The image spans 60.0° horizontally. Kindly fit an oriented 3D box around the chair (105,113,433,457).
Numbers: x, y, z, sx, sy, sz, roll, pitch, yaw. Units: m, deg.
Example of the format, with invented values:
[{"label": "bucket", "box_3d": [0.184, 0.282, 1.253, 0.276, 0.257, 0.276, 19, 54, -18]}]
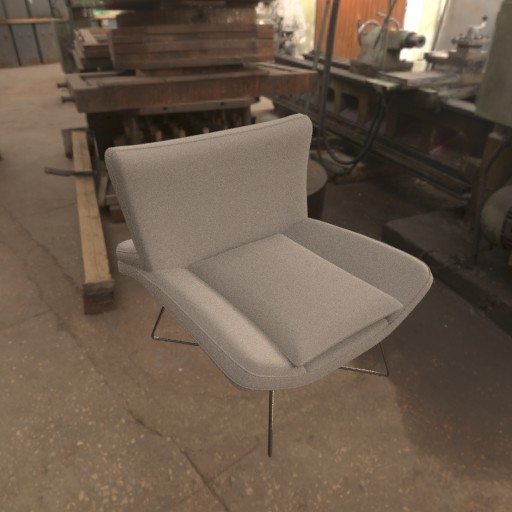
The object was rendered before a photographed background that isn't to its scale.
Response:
[{"label": "chair", "box_3d": [0.000, 0.000, 1.665, 0.859, 0.855, 1.008, -21, 36, -31]}]
